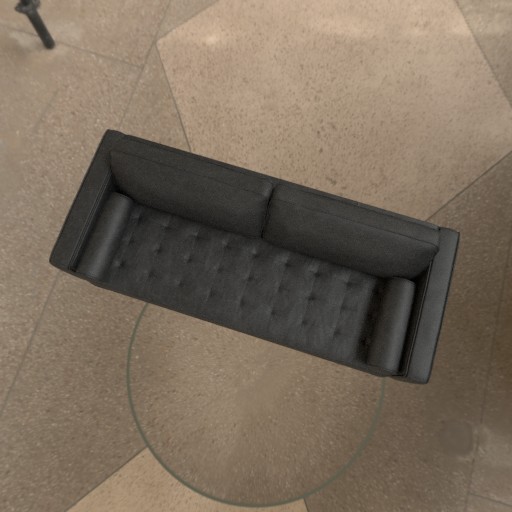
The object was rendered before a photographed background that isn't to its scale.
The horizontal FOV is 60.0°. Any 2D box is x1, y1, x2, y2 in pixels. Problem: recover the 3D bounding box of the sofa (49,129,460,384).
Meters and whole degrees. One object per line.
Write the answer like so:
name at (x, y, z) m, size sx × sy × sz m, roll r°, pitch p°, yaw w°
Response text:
sofa at (0.000, 0.000, 2.674) m, size 2.210 × 0.762 × 0.914 m, roll 17°, pitch 77°, yaw 4°
